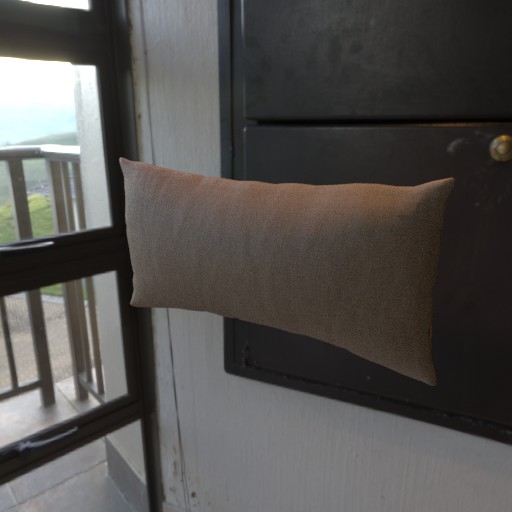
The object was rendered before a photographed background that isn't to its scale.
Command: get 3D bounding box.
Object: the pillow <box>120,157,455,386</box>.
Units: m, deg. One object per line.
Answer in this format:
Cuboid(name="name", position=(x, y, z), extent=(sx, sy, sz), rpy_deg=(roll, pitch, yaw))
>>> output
Cuboid(name="pillow", position=(0.000, 0.000, 0.755), extent=(0.612, 0.308, 0.148), rpy_deg=(9, 19, 29))
